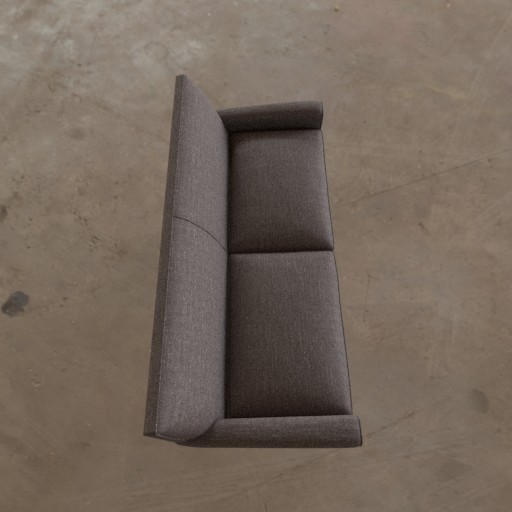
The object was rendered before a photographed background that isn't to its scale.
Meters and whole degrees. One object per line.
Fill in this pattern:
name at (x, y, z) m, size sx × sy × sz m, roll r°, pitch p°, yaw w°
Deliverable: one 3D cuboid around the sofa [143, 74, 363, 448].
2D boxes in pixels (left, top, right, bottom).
sofa at (0.000, 0.000, 2.442) m, size 0.875 × 0.846 × 1.976 m, roll -1°, pitch 63°, yaw 0°
